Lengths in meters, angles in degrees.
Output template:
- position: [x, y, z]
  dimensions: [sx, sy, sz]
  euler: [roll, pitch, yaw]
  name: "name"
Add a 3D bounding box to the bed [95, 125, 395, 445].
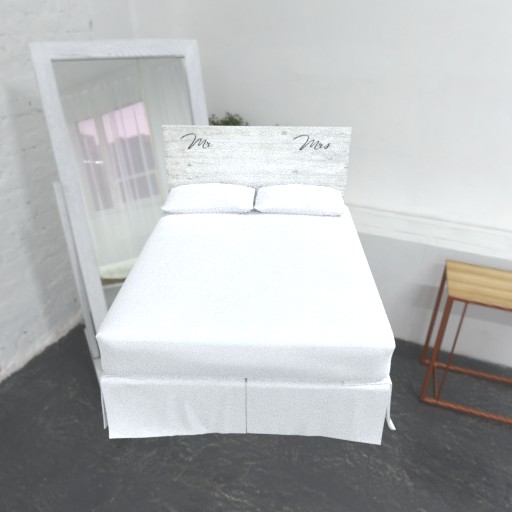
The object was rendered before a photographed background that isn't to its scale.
- position: [0.000, 0.000, 3.157]
  dimensions: [1.745, 1.335, 2.094]
  euler: [1, 29, 2]
  name: "bed"
